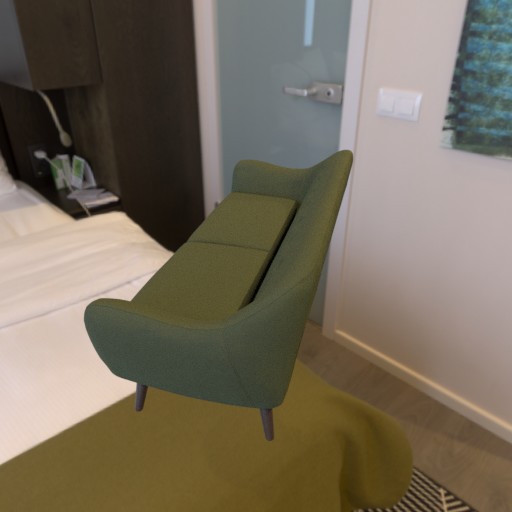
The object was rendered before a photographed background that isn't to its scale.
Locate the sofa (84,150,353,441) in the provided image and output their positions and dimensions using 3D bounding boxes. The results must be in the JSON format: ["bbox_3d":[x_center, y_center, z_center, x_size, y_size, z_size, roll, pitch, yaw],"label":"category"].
[{"bbox_3d":[0.000,0.000,2.322,0.820,0.836,1.840,8,30,14],"label":"sofa"}]
